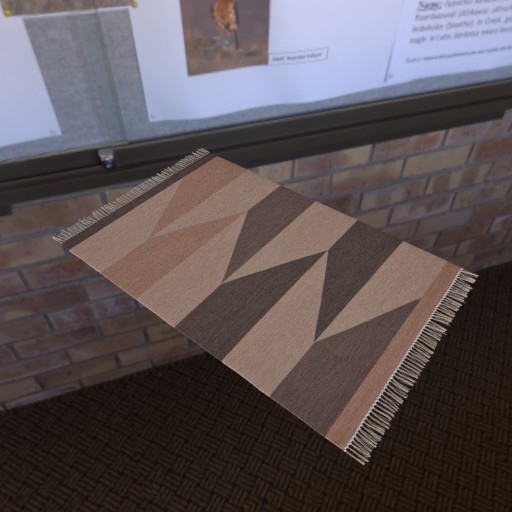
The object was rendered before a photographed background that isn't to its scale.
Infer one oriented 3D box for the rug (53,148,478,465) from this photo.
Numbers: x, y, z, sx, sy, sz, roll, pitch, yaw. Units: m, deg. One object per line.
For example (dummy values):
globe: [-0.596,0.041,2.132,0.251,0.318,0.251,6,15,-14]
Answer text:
rug: [0.000,0.000,2.418,2.021,0.027,1.224,29,52,26]
